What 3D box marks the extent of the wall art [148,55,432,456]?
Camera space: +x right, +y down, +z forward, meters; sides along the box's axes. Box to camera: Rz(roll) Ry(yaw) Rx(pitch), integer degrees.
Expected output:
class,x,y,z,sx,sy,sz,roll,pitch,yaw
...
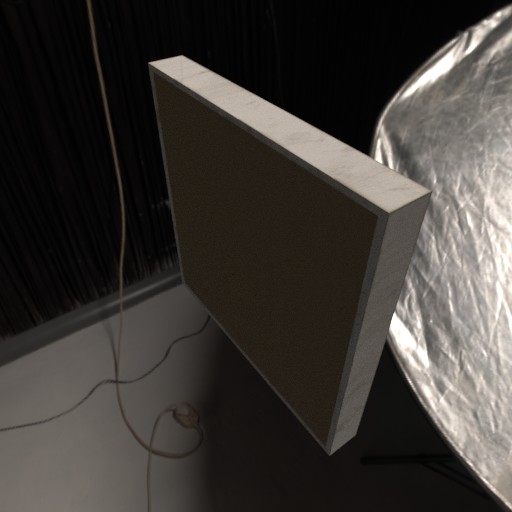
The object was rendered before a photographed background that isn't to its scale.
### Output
class,x,y,z,sx,sy,sz,roll,pitch,yaw
wall art,0.000,0.000,0.448,0.038,0.303,0.305,-26,48,-26
